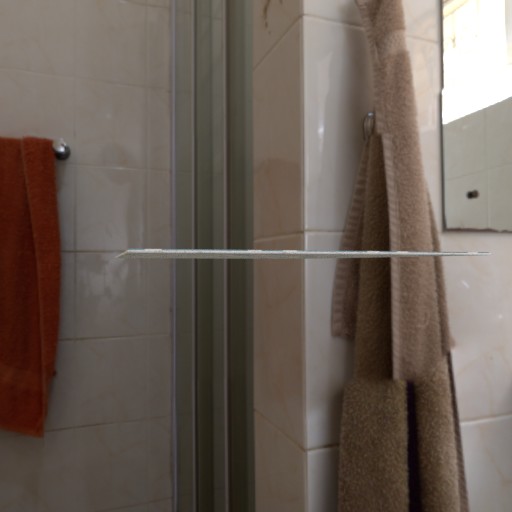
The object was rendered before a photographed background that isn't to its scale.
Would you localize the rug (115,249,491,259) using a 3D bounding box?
[{"bbox_3d":[0.000,0.000,4.167,2.466,0.021,3.049,0,-1,-19],"label":"rug"}]
